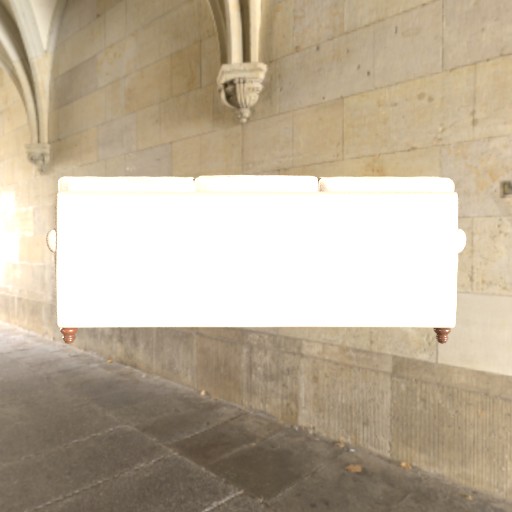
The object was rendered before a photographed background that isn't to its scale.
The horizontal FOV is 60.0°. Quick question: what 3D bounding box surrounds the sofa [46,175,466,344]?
[{"bbox_3d":[0.000,0.000,2.833,2.354,0.948,0.966,0,1,0],"label":"sofa"}]
